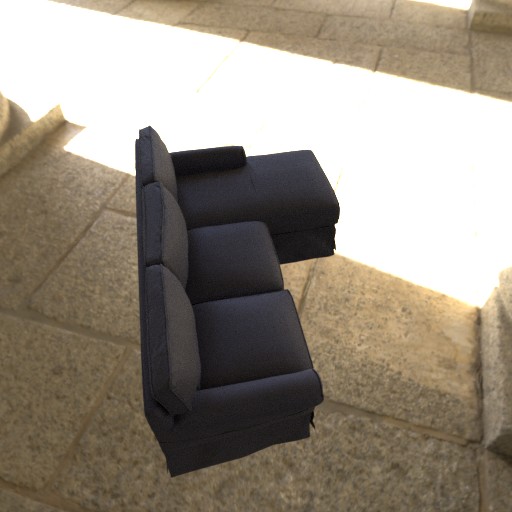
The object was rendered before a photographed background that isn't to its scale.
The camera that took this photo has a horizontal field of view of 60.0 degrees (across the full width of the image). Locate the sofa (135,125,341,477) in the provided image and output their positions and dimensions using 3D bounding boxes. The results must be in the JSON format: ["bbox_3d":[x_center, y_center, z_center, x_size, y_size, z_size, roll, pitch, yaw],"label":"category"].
[{"bbox_3d":[0.000,0.000,3.290,1.637,1.039,2.518,-9,47,-8],"label":"sofa"}]
